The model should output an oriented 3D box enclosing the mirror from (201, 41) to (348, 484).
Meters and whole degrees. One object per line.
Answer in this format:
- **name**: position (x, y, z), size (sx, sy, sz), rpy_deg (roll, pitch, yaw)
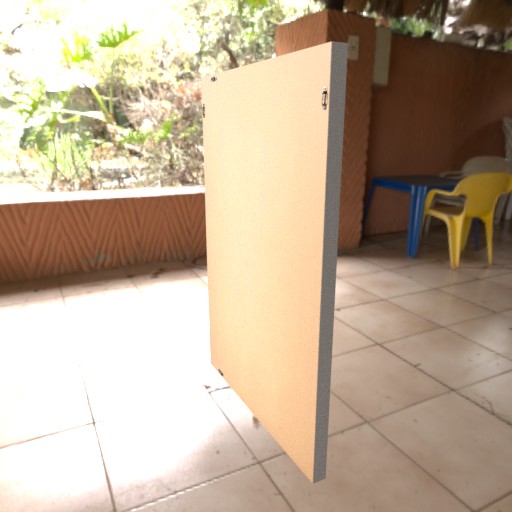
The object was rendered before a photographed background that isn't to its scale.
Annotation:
- **mirror**: position (0.000, 0.000, 1.143), size (0.040, 0.915, 0.609), rpy_deg (-8, 18, -27)
